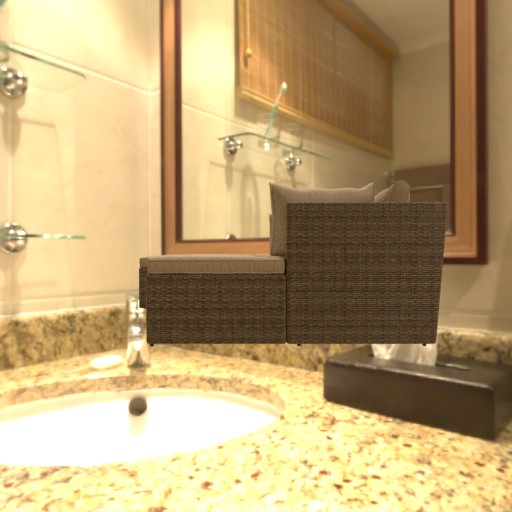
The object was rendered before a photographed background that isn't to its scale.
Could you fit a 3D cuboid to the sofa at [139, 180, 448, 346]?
[{"bbox_3d":[0.000,0.000,3.012,1.662,0.766,2.192,0,1,0],"label":"sofa"}]
